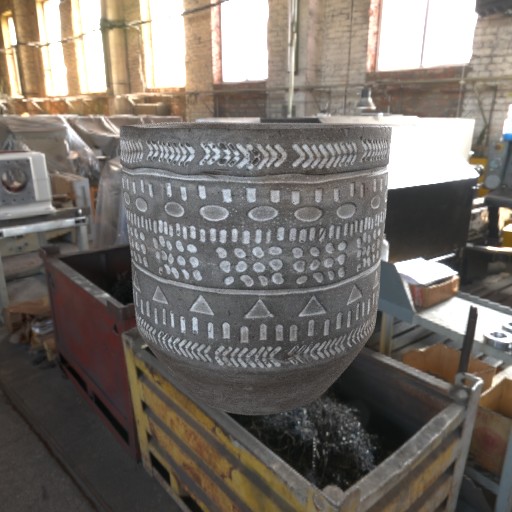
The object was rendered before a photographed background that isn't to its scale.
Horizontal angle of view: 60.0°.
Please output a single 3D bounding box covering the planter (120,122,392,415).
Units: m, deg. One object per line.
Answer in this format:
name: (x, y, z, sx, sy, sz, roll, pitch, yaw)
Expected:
planter: (0.000, 0.000, 0.223, 0.122, 0.128, 0.122, 0, 18, 0)
